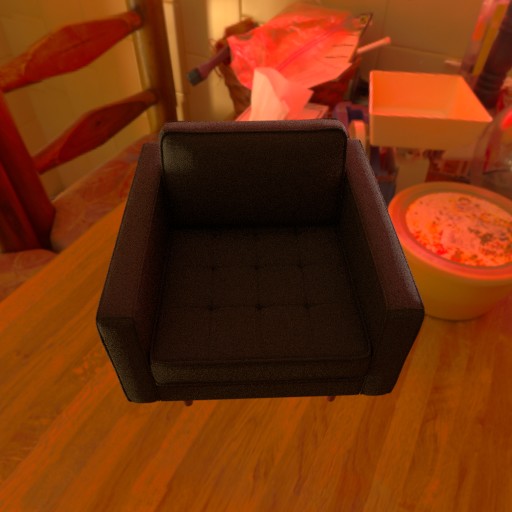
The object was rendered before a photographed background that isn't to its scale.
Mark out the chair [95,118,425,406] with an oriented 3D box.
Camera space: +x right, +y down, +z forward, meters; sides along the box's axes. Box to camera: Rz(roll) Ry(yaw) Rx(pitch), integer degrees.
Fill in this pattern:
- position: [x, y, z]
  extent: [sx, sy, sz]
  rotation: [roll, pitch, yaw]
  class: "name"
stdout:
- position: [0.000, 0.000, 1.612]
  extent: [0.899, 0.770, 0.919]
  rotation: [-1, 45, -1]
  class: "chair"
